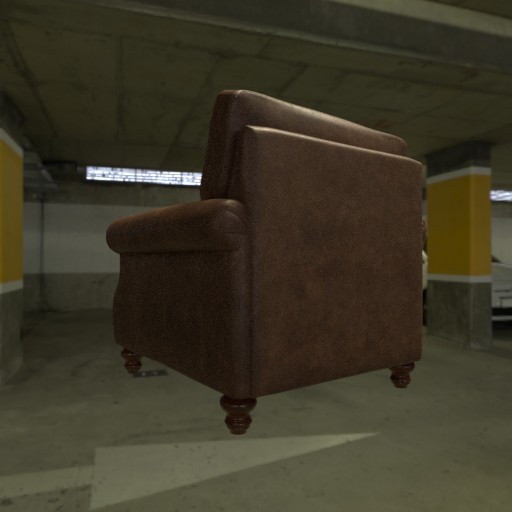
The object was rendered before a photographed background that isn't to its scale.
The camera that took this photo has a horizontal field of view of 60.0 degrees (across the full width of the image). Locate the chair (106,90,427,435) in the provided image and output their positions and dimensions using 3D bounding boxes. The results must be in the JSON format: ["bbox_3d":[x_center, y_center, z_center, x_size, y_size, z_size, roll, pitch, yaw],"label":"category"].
[{"bbox_3d":[0.000,0.000,1.764,0.996,0.976,1.002,0,0,-36],"label":"chair"}]
